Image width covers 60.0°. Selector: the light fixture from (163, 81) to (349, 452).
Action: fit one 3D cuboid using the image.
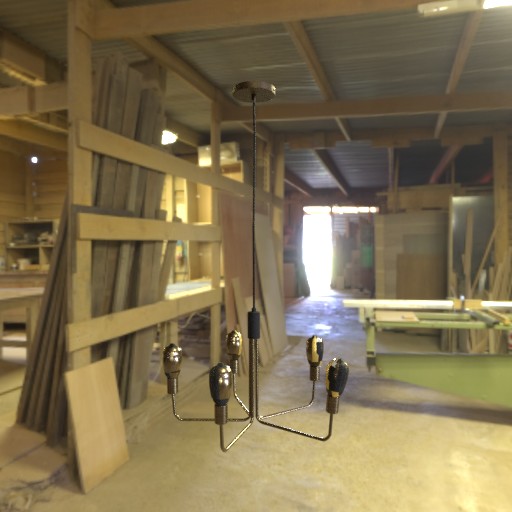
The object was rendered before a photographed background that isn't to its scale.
[{"bbox_3d":[0.000,0.000,1.380,0.588,1.059,0.532,0,0,19],"label":"light fixture"}]
